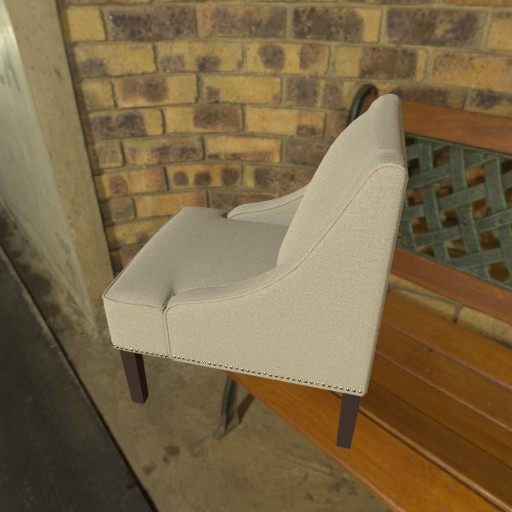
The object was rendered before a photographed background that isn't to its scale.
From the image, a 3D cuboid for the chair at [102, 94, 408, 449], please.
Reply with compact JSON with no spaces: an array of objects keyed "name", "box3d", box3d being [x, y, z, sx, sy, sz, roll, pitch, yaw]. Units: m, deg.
[{"name":"chair","box3d":[0.000,0.000,1.351,0.737,0.864,0.610,8,33,12]}]
